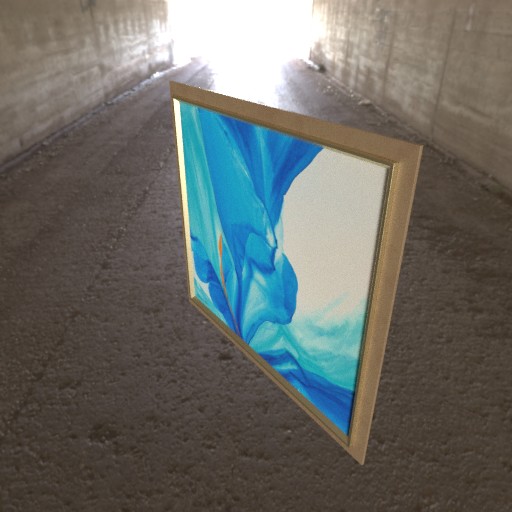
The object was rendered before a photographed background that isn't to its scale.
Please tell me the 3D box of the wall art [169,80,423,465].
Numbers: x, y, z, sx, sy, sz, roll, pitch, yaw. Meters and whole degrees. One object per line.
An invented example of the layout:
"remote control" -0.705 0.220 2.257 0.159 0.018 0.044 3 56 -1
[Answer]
"wall art" 0.000 0.000 1.613 0.025 1.067 1.168 -20 35 -31
